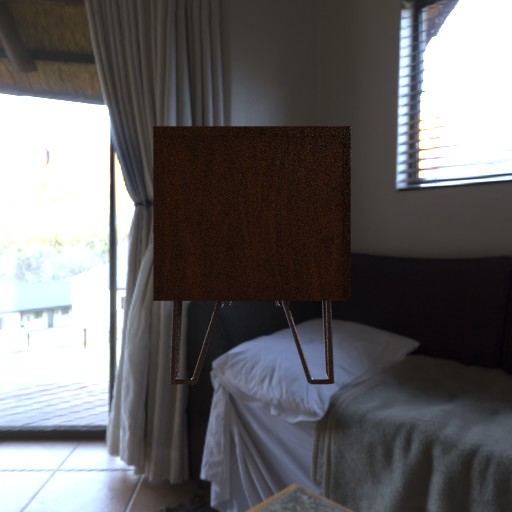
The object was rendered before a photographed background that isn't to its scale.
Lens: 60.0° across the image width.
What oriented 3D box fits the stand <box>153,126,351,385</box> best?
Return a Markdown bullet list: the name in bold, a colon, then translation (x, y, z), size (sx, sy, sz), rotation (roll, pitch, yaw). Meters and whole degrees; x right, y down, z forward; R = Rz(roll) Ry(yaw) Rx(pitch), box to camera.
- **stand**: translation (0.000, 0.000, 1.839), size (0.481, 0.610, 1.626), rotation (0, 0, 0)
